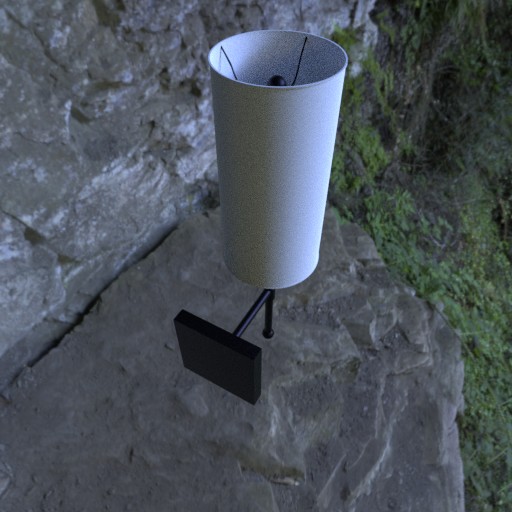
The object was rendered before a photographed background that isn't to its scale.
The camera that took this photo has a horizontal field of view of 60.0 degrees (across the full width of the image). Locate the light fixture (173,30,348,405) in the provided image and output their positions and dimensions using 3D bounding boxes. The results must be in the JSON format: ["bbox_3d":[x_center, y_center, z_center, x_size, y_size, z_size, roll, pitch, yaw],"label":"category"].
[{"bbox_3d":[0.000,0.000,0.551,0.128,0.462,0.208,23,50,20],"label":"light fixture"}]
